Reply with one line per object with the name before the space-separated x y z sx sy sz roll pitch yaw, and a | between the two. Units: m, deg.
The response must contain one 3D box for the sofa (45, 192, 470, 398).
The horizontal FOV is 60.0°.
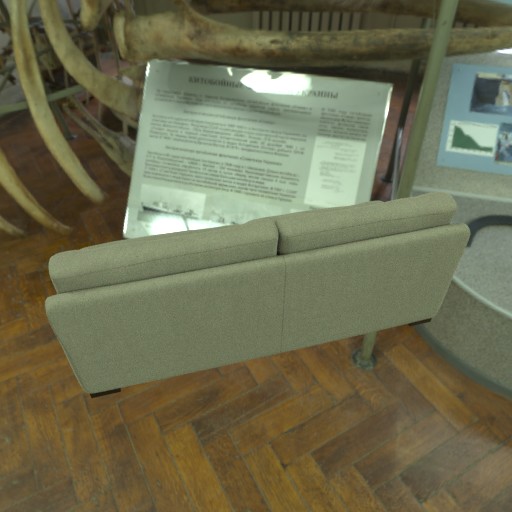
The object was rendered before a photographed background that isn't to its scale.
sofa | 0.000 0.000 2.872 2.354 0.980 0.962 -10 42 -11
